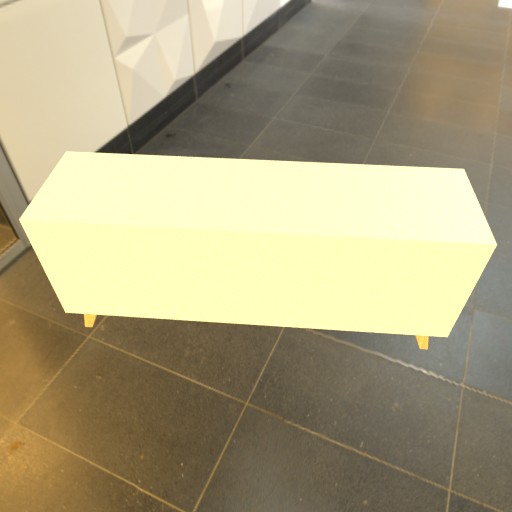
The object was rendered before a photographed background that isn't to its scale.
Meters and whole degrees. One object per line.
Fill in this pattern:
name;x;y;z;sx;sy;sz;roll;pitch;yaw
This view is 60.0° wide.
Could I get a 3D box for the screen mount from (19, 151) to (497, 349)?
screen mount;0.000;0.000;1.738;1.490;0.619;0.400;3;45;3
